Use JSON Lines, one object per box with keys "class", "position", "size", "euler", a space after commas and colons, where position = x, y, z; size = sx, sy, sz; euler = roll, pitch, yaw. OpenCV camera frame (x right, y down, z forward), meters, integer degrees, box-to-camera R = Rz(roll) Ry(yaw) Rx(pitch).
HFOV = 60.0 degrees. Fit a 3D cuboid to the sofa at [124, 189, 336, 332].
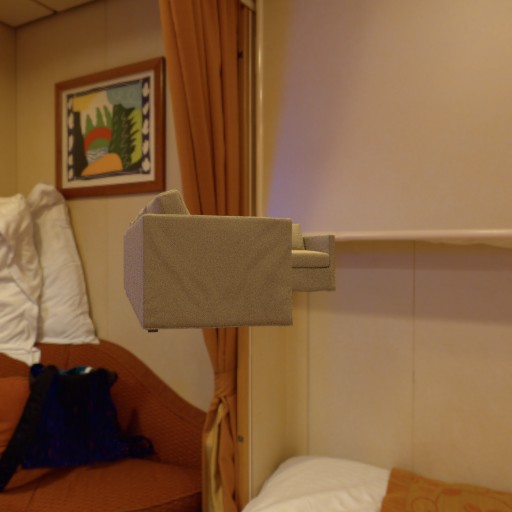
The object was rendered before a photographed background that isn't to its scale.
{"class": "sofa", "position": [0.000, 0.000, 4.393], "size": [2.432, 0.871, 3.182], "euler": [0, 0, -19]}
